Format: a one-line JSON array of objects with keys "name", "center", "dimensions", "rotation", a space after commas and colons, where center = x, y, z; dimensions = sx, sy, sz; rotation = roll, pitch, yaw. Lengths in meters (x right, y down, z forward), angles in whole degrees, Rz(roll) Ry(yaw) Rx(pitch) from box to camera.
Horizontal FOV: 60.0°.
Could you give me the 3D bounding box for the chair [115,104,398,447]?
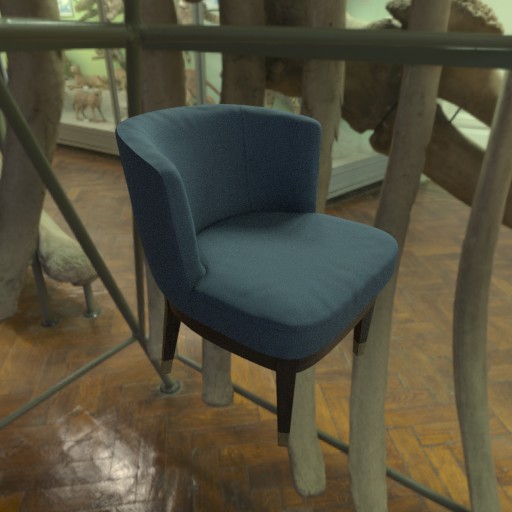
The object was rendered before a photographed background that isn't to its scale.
[{"name": "chair", "center": [0.000, 0.000, 1.288], "dimensions": [0.702, 0.760, 0.661], "rotation": [19, 33, 32]}]
